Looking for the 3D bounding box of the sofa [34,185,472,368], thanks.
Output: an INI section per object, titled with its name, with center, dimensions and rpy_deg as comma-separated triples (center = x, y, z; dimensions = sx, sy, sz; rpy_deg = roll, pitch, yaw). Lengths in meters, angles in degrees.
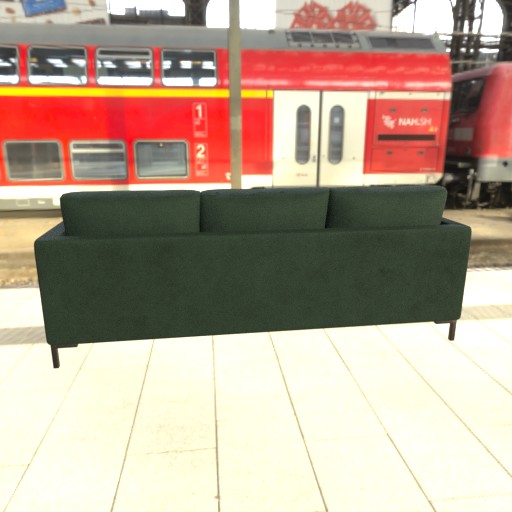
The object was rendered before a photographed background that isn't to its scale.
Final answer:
[sofa]
center = 0.000, 0.000, 2.660
dimensions = 2.218, 0.870, 0.859
rpy_deg = -2, 15, -8
